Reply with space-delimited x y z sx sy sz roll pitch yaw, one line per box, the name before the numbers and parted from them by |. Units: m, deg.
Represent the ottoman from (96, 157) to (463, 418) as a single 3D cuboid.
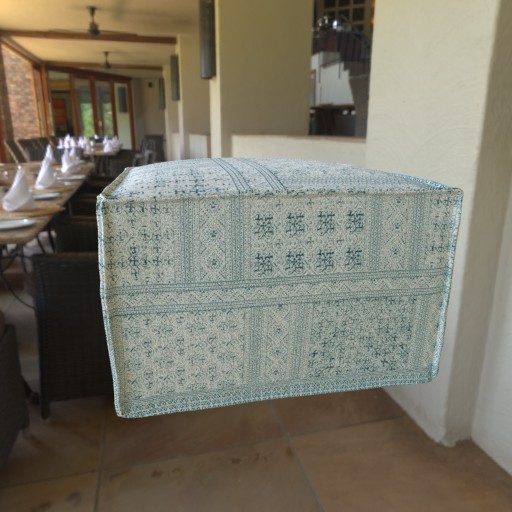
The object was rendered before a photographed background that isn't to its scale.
ottoman | 0.000 0.000 1.044 0.617 0.439 0.626 -3 16 -11
